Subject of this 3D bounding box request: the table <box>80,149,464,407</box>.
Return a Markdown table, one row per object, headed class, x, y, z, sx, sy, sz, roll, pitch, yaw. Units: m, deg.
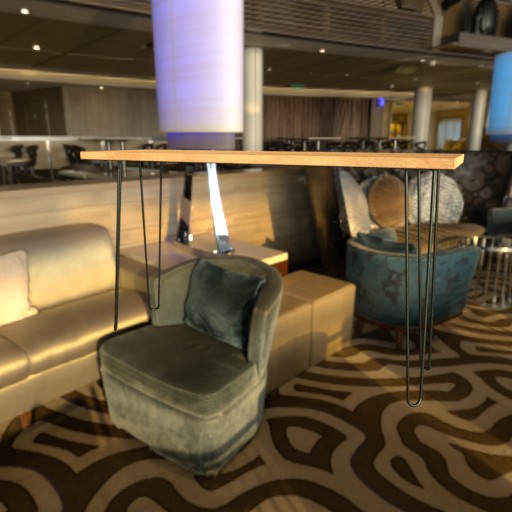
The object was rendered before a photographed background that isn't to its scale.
| class | x | y | z | sx | sy | sz | roll | pitch | yaw |
| --- | --- | --- | --- | --- | --- | --- | --- | --- | --- |
| table | 0.000 | 0.000 | 1.761 | 1.400 | 0.799 | 0.399 | 7 | 17 | 26 |
